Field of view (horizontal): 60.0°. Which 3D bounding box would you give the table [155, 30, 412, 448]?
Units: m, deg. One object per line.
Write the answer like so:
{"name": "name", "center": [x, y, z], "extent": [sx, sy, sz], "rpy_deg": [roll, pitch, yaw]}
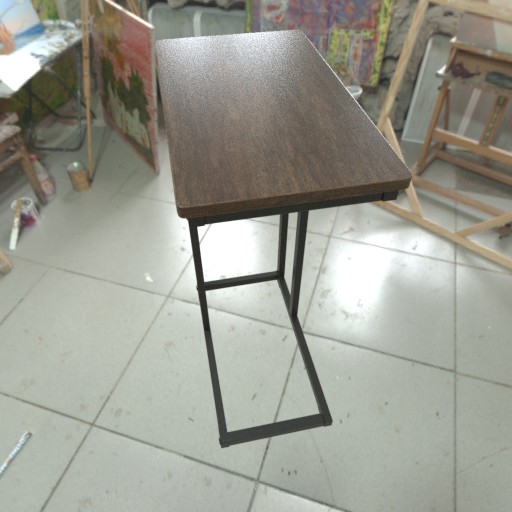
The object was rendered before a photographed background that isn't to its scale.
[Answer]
{"name": "table", "center": [0.000, 0.000, 0.835], "extent": [0.254, 0.637, 0.450], "rpy_deg": [-8, 46, -8]}
